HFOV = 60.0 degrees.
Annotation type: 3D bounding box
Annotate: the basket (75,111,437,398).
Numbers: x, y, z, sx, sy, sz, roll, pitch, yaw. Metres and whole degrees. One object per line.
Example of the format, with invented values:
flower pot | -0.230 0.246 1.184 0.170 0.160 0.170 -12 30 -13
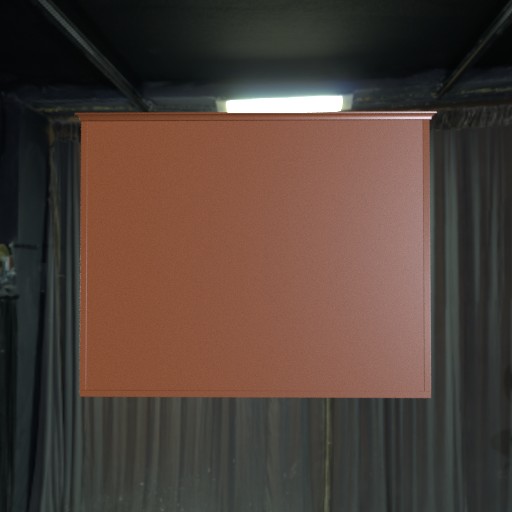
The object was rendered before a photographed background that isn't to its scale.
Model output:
basket | 0.000 0.000 1.153 0.792 0.625 0.376 0 -1 1
